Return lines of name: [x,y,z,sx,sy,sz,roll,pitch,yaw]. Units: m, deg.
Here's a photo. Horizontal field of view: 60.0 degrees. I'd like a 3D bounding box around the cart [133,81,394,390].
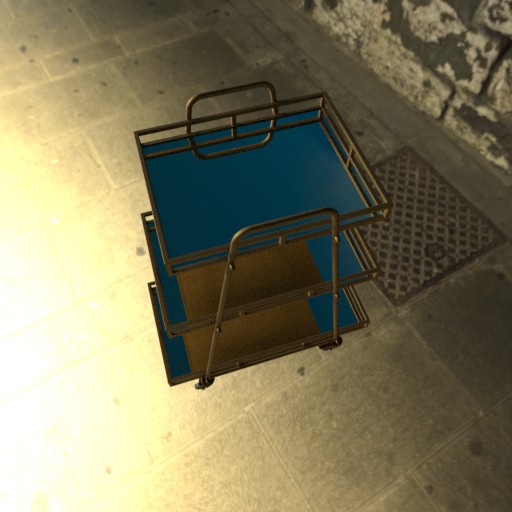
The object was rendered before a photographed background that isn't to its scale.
cart: [0.000,0.000,1.309,0.711,0.883,0.441,-15,60,-9]
